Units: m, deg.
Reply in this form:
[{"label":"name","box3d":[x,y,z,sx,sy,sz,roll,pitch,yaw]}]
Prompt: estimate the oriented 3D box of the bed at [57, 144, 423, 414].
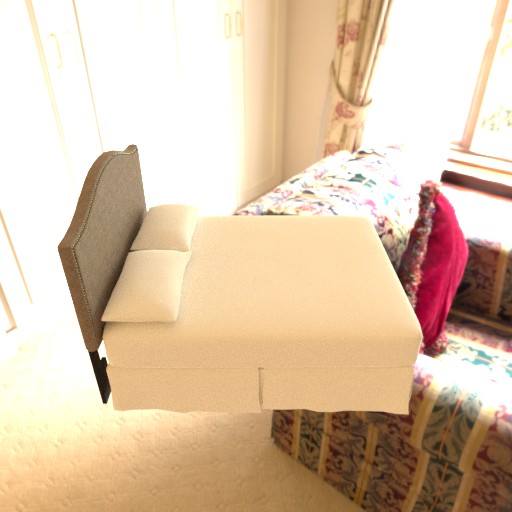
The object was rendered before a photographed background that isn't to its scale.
[{"label":"bed","box3d":[0.000,0.000,3.319,2.153,1.518,1.713,0,33,0]}]
